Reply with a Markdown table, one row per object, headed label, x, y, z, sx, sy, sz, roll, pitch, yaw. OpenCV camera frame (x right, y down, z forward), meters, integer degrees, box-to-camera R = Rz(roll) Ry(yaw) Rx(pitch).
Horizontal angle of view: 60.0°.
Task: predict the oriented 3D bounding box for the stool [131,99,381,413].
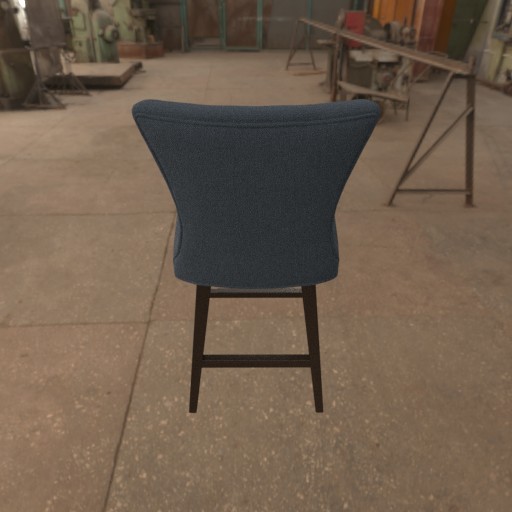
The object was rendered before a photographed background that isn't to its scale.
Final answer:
| label | x | y | z | sx | sy | sz | roll | pitch | yaw |
| --- | --- | --- | --- | --- | --- | --- | --- | --- | --- |
| stool | 0.000 | 0.000 | 1.348 | 0.514 | 1.000 | 0.574 | 0 | 31 | 0 |
